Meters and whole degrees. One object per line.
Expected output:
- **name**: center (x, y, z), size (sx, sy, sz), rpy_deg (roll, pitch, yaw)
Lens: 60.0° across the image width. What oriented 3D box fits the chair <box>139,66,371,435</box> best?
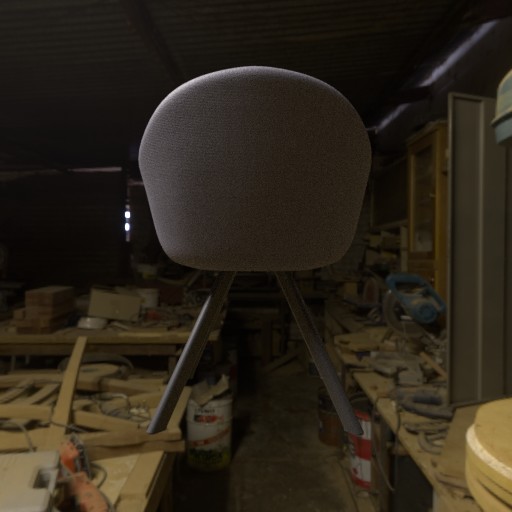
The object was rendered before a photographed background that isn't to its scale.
- **chair**: center (0.000, 0.000, 1.167), size (0.590, 0.795, 0.550), rpy_deg (0, 1, 1)
